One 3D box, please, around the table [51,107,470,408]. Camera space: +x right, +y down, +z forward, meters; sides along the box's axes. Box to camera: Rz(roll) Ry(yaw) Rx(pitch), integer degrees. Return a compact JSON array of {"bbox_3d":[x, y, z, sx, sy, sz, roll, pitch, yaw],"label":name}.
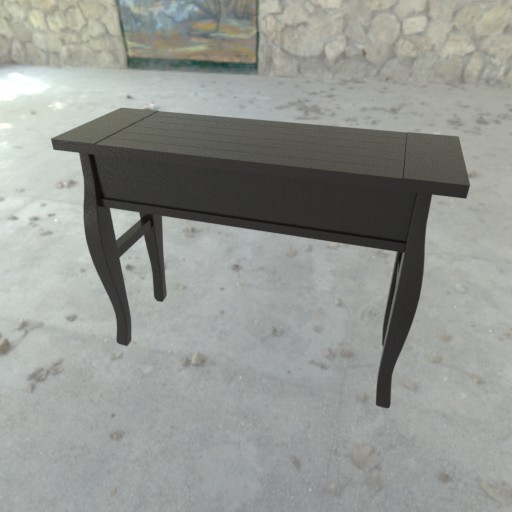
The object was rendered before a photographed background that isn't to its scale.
[{"bbox_3d":[0.000,0.000,1.421,1.062,0.768,0.373,10,34,15],"label":"table"}]
